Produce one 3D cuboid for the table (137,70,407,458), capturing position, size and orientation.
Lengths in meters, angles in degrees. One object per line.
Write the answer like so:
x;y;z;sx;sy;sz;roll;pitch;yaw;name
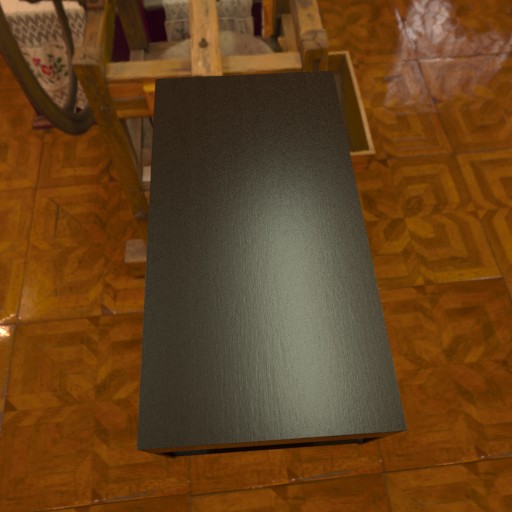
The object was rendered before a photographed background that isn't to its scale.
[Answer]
0.000;0.000;1.377;0.574;0.435;1.095;-3;63;-2;table
